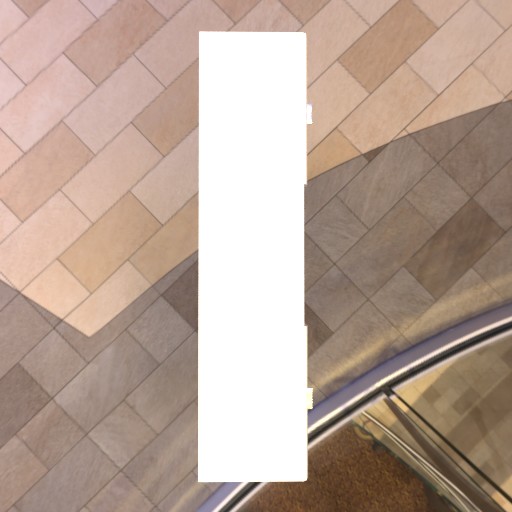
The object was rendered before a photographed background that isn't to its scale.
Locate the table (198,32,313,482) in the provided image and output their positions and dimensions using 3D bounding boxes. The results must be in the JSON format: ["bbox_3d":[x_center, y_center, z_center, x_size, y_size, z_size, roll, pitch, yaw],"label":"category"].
[{"bbox_3d":[0.000,0.000,1.749,0.400,0.440,1.550,0,89,-1],"label":"table"}]
